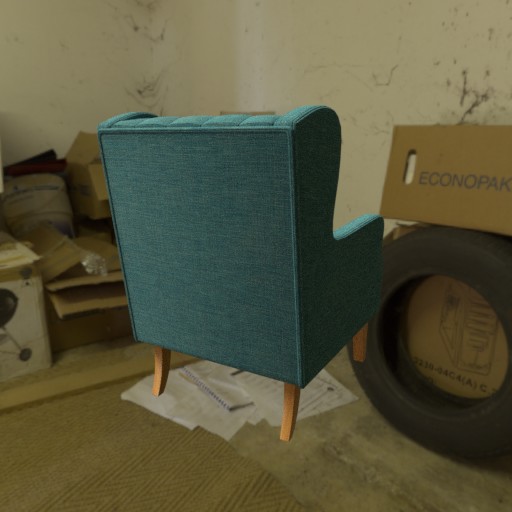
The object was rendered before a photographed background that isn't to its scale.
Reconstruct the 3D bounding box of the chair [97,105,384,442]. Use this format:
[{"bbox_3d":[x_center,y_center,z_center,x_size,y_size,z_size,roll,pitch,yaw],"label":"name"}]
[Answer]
[{"bbox_3d":[0.000,0.000,1.546,0.711,0.952,0.775,8,17,28],"label":"chair"}]
